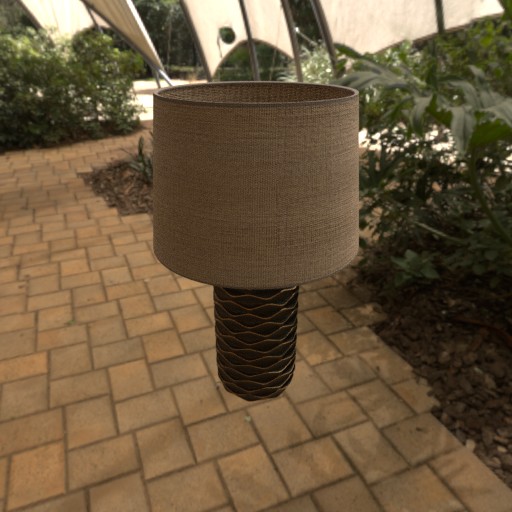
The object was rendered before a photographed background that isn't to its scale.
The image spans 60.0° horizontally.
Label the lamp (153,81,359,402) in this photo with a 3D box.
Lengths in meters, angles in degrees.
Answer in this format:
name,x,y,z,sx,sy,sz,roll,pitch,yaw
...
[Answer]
name,x,y,z,sx,sy,sz,roll,pitch,yaw
lamp,0.000,0.000,0.843,0.376,0.594,0.376,0,26,0
